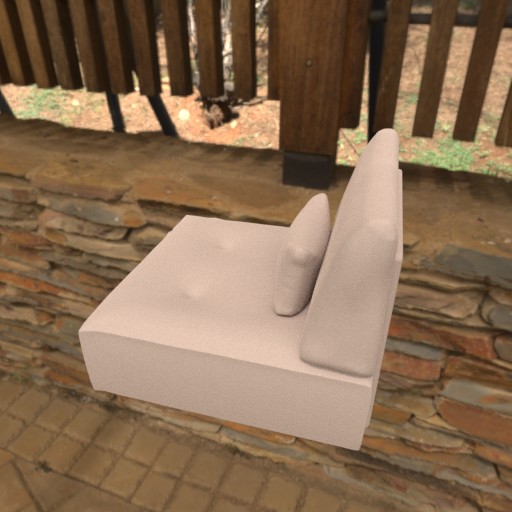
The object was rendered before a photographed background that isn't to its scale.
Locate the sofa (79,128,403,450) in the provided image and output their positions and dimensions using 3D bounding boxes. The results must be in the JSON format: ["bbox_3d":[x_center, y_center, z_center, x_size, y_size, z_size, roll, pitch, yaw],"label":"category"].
[{"bbox_3d":[0.000,0.000,1.710,1.000,0.828,0.935,8,32,13],"label":"sofa"}]
